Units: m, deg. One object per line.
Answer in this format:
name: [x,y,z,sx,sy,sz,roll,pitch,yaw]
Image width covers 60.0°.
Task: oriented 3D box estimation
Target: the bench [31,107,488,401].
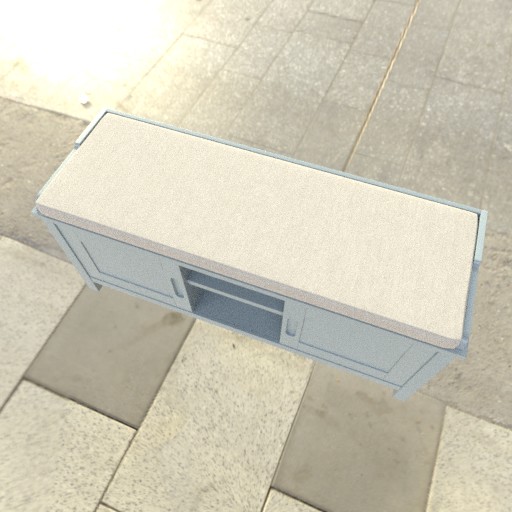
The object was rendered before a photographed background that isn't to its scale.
bench: [0.000,0.000,1.351,1.140,0.501,0.398,18,60,11]
